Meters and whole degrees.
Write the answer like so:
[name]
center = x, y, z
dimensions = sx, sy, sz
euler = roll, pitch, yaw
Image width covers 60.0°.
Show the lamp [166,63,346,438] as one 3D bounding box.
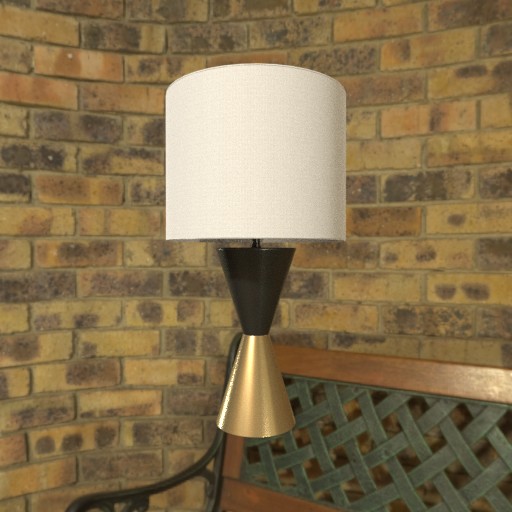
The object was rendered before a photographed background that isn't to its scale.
[lamp]
center = 0.000, 0.000, 0.766
dimensions = 0.304, 0.573, 0.304
euler = 0, 1, -1
